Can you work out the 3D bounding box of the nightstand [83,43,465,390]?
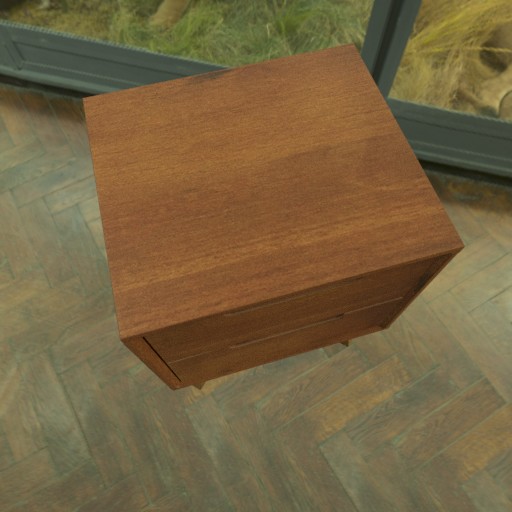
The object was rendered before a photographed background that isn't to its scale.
[{"bbox_3d":[0.000,0.000,0.923,0.460,0.618,0.411,-14,65,-7],"label":"nightstand"}]
